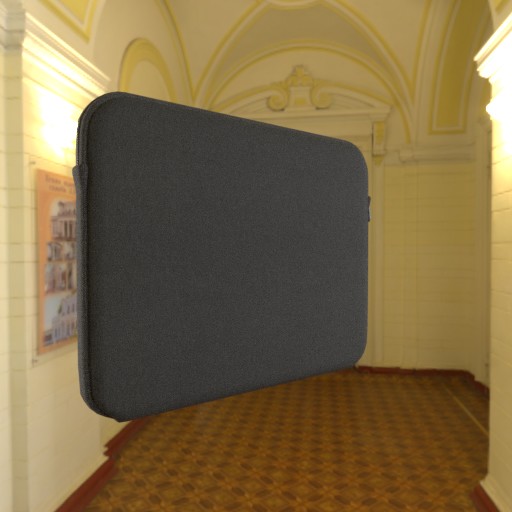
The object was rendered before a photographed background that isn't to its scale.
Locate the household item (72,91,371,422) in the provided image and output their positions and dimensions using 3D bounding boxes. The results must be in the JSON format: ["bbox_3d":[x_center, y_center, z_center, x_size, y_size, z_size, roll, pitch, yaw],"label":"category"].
[{"bbox_3d":[0.000,0.000,0.505,0.396,0.305,0.030,-1,1,-37],"label":"household item"}]
